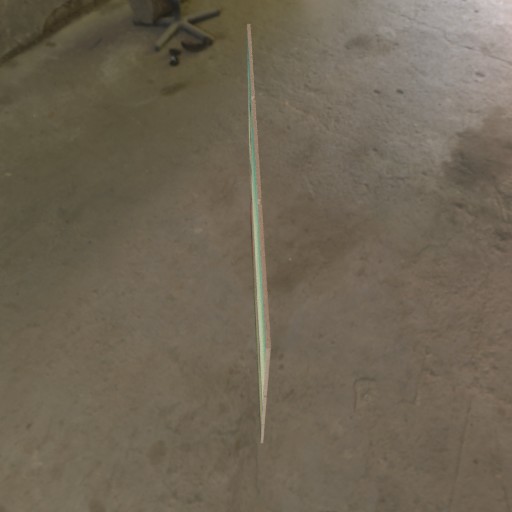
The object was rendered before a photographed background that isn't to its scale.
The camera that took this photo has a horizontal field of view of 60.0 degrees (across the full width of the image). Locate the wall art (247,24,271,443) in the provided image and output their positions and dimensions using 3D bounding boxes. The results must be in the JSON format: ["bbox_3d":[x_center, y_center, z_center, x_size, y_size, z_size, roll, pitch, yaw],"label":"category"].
[{"bbox_3d":[0.000,0.000,2.229,0.014,1.507,1.519,-2,58,-1],"label":"wall art"}]
